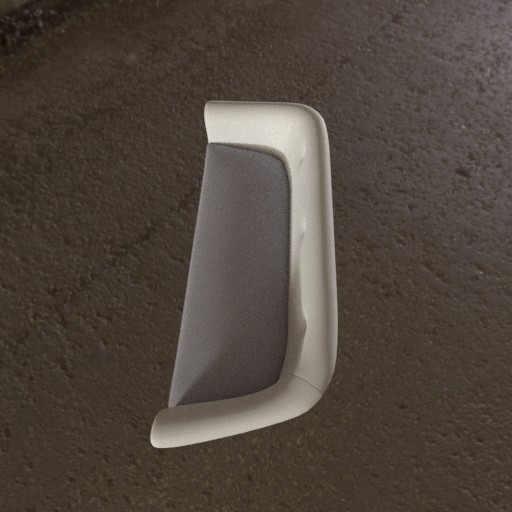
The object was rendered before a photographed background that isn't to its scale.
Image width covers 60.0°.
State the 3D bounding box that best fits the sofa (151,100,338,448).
[{"bbox_3d":[0.000,0.000,2.581,0.827,0.795,2.160,2,58,2],"label":"sofa"}]
